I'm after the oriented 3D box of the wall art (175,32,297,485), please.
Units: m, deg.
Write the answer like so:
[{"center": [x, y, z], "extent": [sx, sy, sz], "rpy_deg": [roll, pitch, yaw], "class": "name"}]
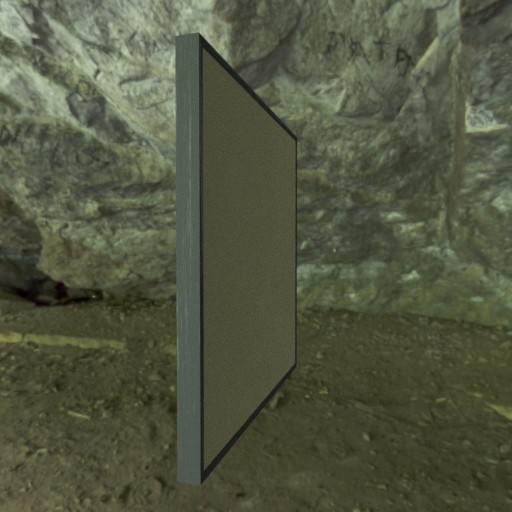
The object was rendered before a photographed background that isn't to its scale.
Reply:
[{"center": [0.000, 0.000, 1.111], "extent": [0.043, 0.758, 0.762], "rpy_deg": [1, 2, 18], "class": "wall art"}]
